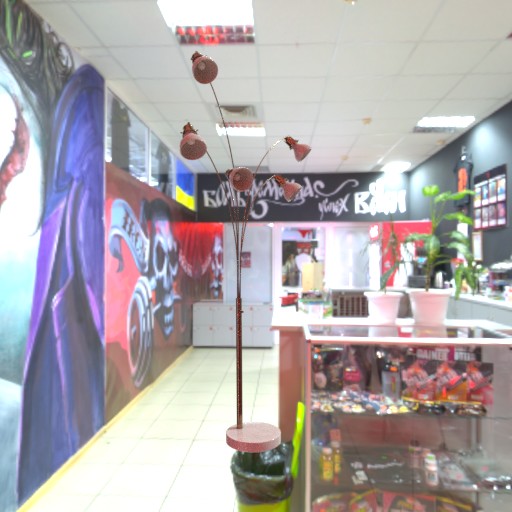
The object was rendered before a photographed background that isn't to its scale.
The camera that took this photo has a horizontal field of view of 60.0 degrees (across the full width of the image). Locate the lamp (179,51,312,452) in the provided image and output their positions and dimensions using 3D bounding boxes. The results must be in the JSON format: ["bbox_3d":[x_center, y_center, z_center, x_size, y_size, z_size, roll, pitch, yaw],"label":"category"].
[{"bbox_3d":[0.000,0.000,2.943,0.361,2.423,1.405,0,-1,36],"label":"lamp"}]
